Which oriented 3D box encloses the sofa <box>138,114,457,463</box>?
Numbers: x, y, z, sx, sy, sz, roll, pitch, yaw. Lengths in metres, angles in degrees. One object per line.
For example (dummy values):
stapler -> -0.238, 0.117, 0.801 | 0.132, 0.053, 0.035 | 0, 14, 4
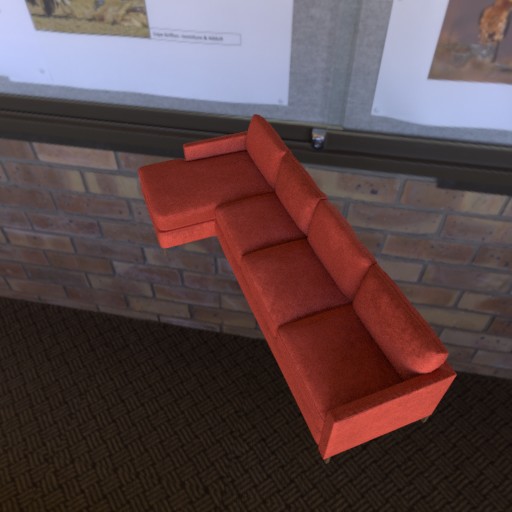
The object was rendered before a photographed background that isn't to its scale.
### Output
sofa -> 0.000, 0.000, 3.960 | 1.500, 0.967, 3.400 | -15, 48, -15
